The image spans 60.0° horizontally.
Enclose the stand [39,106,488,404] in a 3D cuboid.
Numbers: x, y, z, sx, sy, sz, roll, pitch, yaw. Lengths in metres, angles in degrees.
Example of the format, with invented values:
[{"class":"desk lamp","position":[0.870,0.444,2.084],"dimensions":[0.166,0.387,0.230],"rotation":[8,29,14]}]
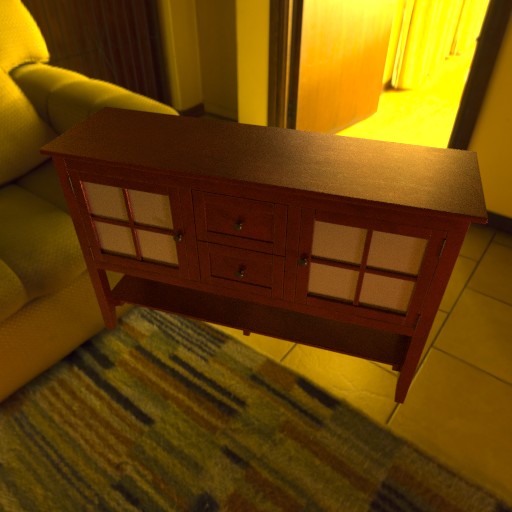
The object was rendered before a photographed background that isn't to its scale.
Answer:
[{"class":"stand","position":[0.000,0.000,1.707],"dimensions":[1.362,0.872,0.410],"rotation":[11,40,13]}]
